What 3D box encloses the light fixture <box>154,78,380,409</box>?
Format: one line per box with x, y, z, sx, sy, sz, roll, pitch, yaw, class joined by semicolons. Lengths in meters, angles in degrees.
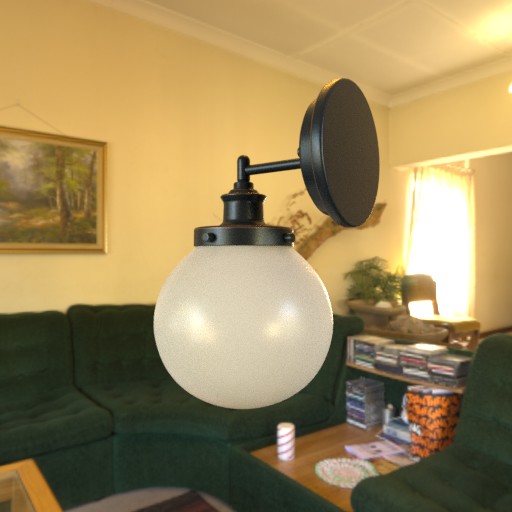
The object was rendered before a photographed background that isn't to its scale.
0.000;0.000;0.488;0.230;0.332;0.197;0;0;35;light fixture
